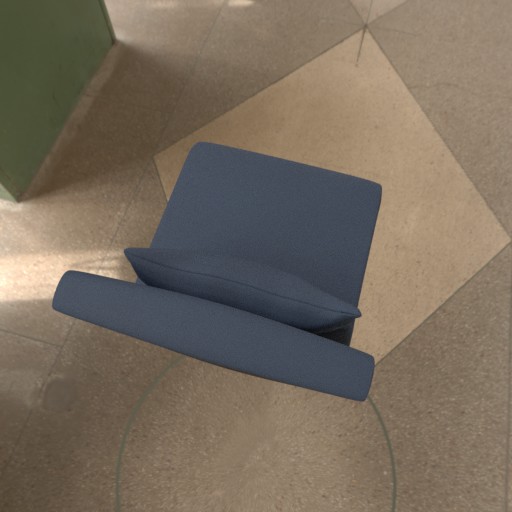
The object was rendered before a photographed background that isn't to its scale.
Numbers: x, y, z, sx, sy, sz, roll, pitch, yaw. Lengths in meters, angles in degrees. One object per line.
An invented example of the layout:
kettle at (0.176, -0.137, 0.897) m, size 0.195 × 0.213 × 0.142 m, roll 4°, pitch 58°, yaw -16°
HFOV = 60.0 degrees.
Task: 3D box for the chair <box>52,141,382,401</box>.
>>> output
chair at (0.000, 0.000, 1.520) m, size 0.770 × 0.808 × 0.900 m, roll 15°, pitch 65°, yaw 7°
